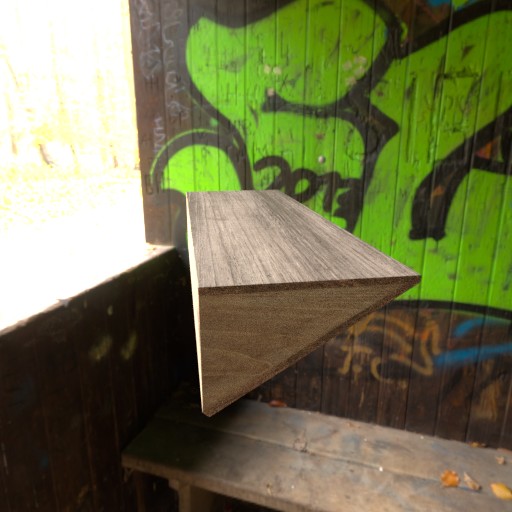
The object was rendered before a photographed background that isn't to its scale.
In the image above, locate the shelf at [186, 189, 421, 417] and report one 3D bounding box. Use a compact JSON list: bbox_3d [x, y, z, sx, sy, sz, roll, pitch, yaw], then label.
[{"bbox_3d":[0.000,0.000,0.689,0.200,0.125,0.610,-3,16,-9],"label":"shelf"}]
